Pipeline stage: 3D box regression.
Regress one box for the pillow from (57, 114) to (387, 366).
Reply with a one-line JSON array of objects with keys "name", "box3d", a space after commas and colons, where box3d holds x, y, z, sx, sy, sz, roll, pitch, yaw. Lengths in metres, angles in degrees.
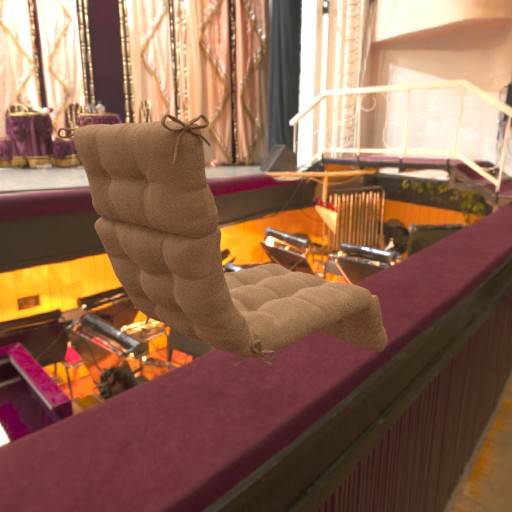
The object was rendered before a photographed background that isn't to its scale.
[{"name": "pillow", "box3d": [0.000, 0.000, 1.462, 0.526, 0.863, 1.016, 14, 20, 42]}]
